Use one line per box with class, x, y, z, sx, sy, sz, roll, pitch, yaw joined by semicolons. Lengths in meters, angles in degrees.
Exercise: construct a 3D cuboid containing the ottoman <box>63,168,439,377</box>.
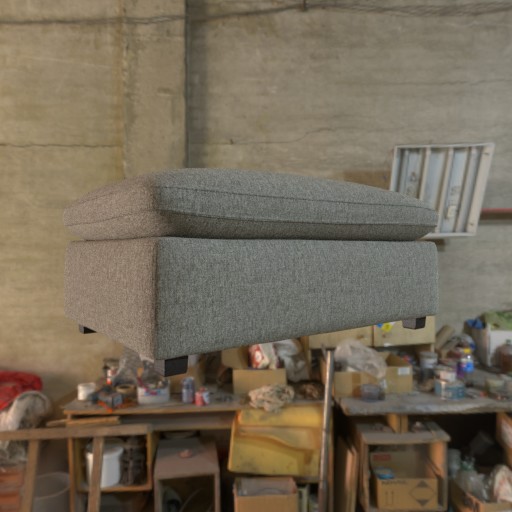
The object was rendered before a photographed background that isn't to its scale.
ottoman;0.000;0.000;1.346;0.977;0.451;0.694;-1;1;-37
